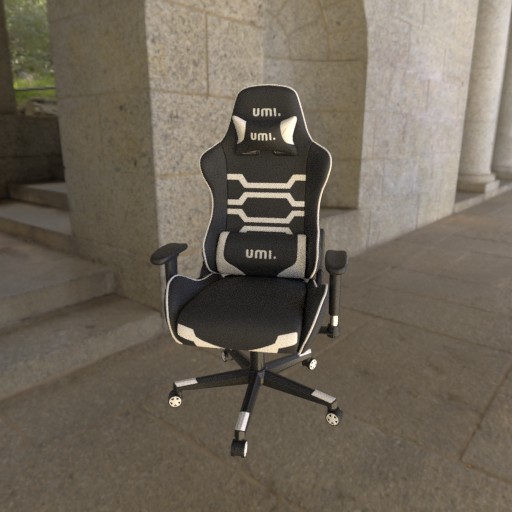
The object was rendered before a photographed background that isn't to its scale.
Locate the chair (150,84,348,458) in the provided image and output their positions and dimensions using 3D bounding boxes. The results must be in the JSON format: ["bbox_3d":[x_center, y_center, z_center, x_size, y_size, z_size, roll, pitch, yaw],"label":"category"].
[{"bbox_3d":[0.000,0.000,1.650,0.700,1.240,0.700,3,16,10],"label":"chair"}]
